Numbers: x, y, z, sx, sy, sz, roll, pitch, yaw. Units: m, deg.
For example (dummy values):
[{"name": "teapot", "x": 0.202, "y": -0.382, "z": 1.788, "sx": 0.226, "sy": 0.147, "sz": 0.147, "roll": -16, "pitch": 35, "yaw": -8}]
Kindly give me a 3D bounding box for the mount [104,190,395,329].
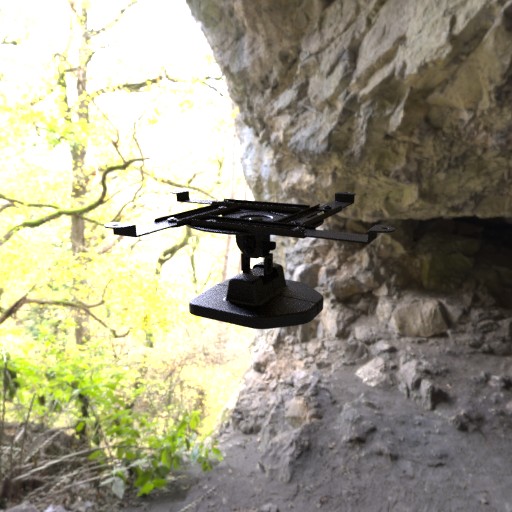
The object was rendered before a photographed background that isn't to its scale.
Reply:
[{"name": "mount", "x": 0.000, "y": 0.000, "z": 0.616, "sx": 0.394, "sy": 0.141, "sz": 0.394, "roll": 8, "pitch": 17, "yaw": 27}]
